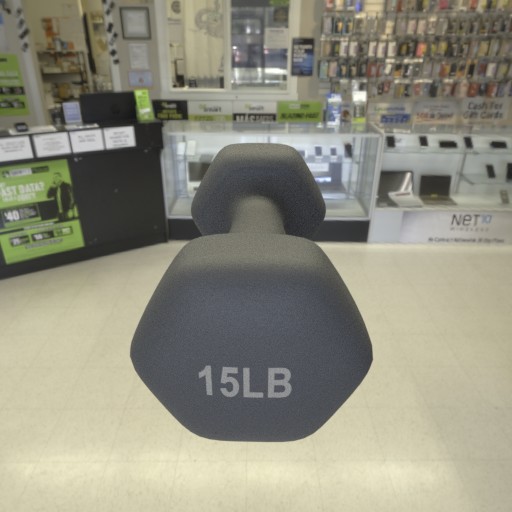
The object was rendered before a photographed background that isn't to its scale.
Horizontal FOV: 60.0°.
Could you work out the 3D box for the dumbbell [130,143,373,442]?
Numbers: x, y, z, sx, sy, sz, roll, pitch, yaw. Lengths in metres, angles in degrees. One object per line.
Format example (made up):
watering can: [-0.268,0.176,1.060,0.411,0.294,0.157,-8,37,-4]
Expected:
dumbbell: [0.000,0.000,0.297,0.116,0.105,0.240,1,27,2]
